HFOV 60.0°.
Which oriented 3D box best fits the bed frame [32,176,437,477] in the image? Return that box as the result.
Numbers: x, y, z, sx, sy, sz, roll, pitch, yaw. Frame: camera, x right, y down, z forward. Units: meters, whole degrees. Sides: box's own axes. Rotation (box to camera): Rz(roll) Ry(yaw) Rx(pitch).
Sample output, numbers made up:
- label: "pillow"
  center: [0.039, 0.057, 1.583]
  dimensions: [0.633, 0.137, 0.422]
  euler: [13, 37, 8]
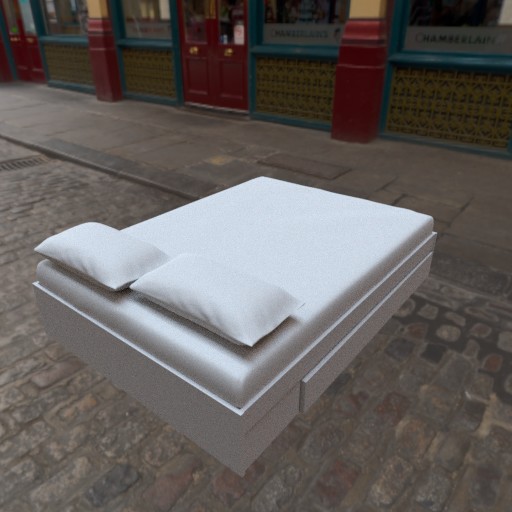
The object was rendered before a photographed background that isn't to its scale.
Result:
- label: "bed frame"
  center: [0.000, 0.000, 2.589]
  dimensions: [1.450, 0.629, 1.950]
  euler: [20, 33, 34]
